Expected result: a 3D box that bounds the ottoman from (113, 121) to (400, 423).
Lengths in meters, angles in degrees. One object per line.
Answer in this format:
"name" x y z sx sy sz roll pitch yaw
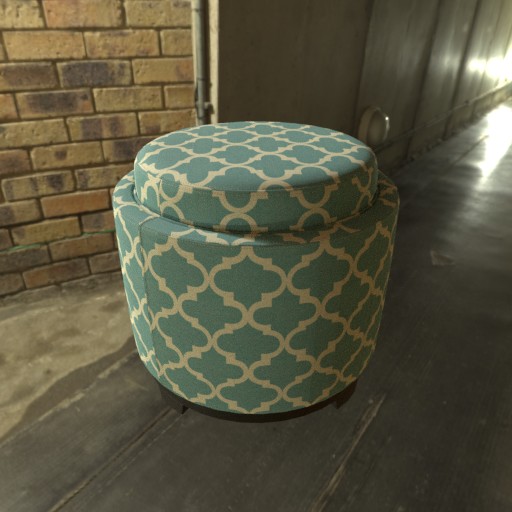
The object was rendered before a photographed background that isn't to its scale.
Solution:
"ottoman" 0.000 0.000 0.825 0.480 0.429 0.480 0 29 0
